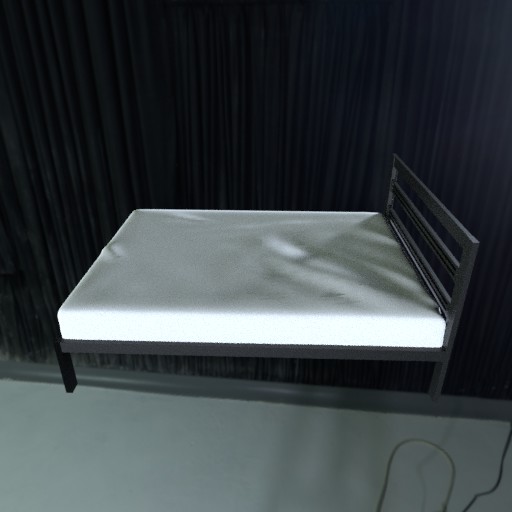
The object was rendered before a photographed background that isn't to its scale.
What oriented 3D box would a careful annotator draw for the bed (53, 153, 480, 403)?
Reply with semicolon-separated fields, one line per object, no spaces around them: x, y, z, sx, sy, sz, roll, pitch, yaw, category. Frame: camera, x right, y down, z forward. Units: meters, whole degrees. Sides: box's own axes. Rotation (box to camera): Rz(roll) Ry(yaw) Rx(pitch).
0.000;0.000;2.891;2.062;0.967;1.524;1;28;2;bed
